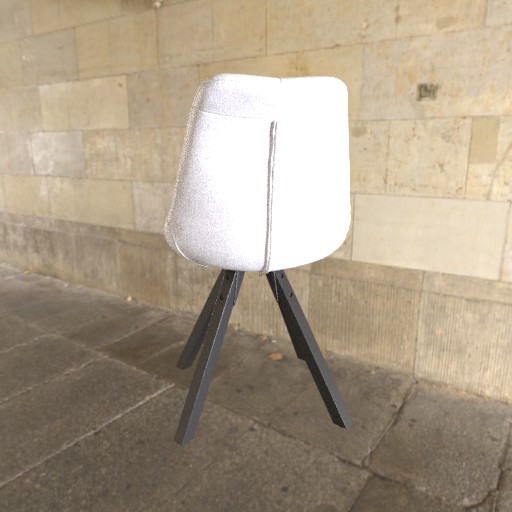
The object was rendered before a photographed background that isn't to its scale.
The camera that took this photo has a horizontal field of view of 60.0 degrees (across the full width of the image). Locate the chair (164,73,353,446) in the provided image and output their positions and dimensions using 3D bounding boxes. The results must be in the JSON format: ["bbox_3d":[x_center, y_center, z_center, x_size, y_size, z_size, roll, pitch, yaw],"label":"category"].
[{"bbox_3d":[0.000,0.000,1.208,0.485,0.850,0.550,-2,13,-10],"label":"chair"}]
